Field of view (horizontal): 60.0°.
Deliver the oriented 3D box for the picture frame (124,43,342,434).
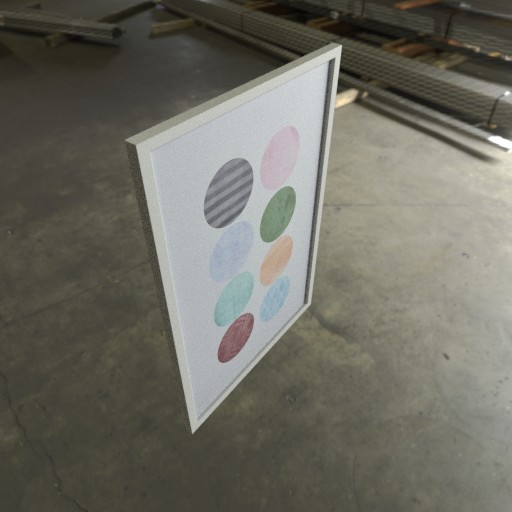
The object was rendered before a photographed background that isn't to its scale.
[{"bbox_3d":[0.000,0.000,0.560,0.013,0.434,0.305,27,48,27],"label":"picture frame"}]
